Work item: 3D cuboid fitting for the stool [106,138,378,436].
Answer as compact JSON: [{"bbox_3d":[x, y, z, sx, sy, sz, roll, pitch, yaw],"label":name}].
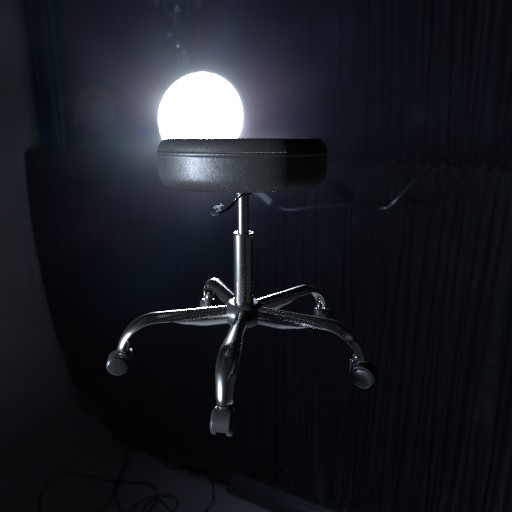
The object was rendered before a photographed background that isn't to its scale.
[{"bbox_3d":[0.000,0.000,1.120,0.638,0.576,0.673,7,17,25],"label":"stool"}]
